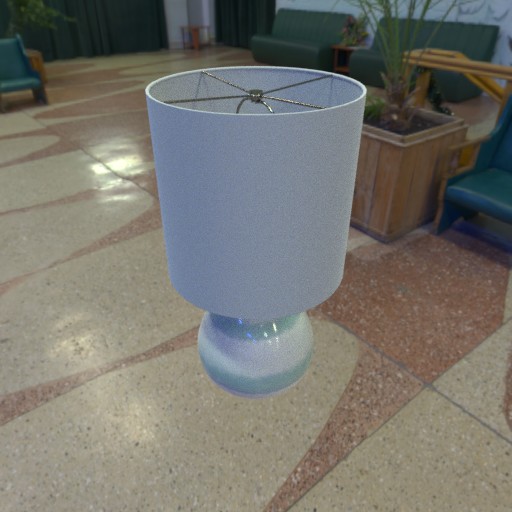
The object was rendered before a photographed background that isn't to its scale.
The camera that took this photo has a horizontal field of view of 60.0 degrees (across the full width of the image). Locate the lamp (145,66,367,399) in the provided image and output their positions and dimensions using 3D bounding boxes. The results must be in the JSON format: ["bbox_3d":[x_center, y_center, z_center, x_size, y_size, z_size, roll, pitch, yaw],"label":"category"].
[{"bbox_3d":[0.000,0.000,0.551,0.217,0.404,0.217,-22,38,-30],"label":"lamp"}]
